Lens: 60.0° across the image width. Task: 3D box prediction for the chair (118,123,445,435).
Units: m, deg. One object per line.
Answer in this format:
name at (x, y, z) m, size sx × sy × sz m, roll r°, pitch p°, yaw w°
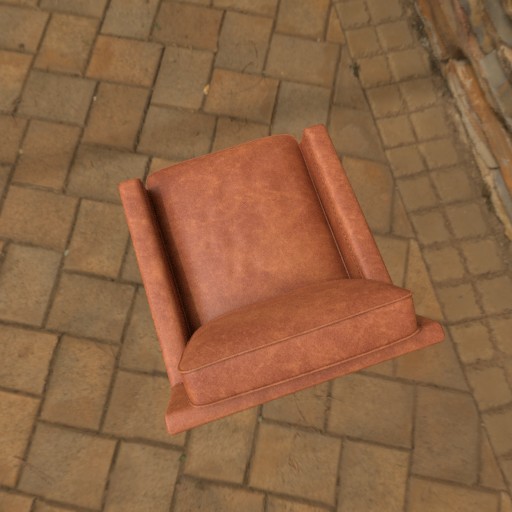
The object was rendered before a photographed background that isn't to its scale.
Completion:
chair at (0.000, 0.000, 1.706) m, size 0.853 × 0.943 × 1.014 m, roll -18°, pitch 75°, yaw -5°
